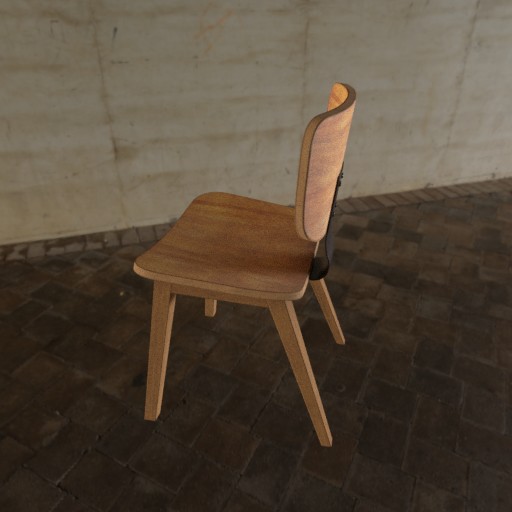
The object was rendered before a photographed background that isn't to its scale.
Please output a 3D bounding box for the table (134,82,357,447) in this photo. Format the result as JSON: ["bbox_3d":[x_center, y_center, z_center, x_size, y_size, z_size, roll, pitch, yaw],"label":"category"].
[{"bbox_3d":[0.000,0.000,1.147,0.500,0.805,0.499,7,31,13],"label":"table"}]
